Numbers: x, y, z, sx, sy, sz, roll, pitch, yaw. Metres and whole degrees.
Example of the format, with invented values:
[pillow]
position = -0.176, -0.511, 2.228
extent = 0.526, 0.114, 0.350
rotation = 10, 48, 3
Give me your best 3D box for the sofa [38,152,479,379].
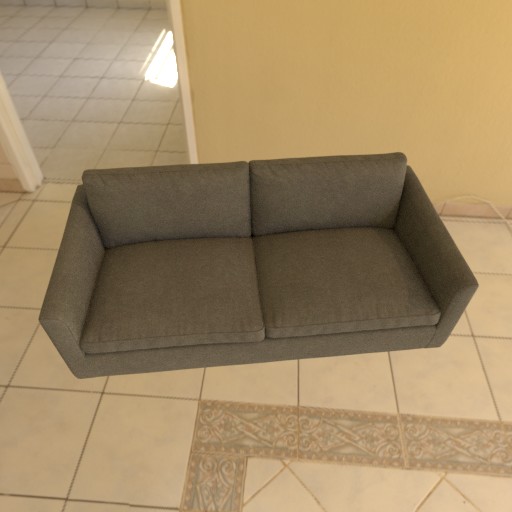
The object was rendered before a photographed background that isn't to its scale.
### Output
[sofa]
position = 0.000, 0.000, 2.744
extent = 2.257, 0.838, 1.092
rotation = -4, 46, -4
